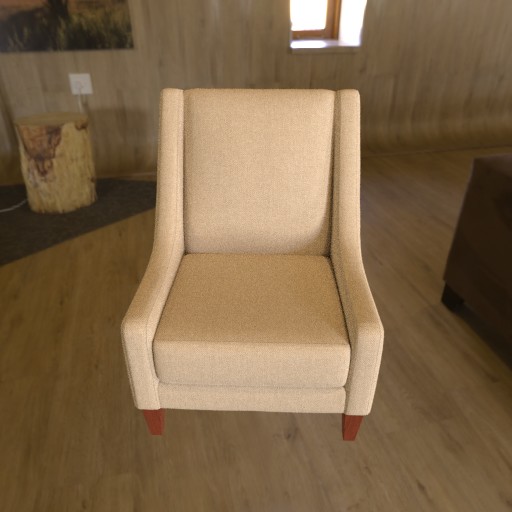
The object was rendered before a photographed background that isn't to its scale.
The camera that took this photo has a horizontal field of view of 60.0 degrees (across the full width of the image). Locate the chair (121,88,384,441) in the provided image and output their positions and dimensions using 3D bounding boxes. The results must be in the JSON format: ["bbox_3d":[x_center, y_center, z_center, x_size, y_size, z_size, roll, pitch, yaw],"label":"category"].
[{"bbox_3d":[0.000,0.000,1.595,0.774,1.014,0.870,1,30,2],"label":"chair"}]
